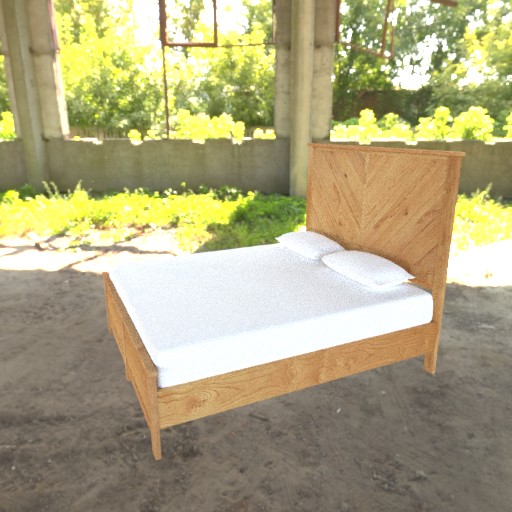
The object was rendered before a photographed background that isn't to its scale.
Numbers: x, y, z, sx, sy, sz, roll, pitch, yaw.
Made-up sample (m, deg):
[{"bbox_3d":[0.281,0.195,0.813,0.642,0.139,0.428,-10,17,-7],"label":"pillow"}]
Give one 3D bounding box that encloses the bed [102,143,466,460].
[{"bbox_3d":[0.000,0.000,4.137,2.530,1.938,2.225,-8,18,-24],"label":"bed"}]
